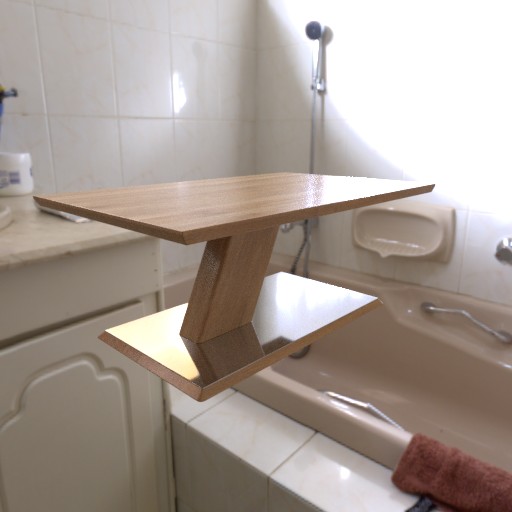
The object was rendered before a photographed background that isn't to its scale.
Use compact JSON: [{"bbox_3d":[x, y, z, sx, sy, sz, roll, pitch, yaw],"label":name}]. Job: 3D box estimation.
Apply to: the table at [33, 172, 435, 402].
[{"bbox_3d":[0.000,0.000,1.461,0.692,0.441,1.100,14,21,42],"label":"table"}]
